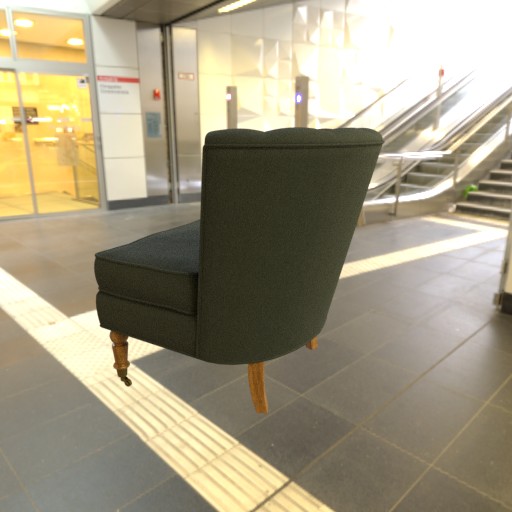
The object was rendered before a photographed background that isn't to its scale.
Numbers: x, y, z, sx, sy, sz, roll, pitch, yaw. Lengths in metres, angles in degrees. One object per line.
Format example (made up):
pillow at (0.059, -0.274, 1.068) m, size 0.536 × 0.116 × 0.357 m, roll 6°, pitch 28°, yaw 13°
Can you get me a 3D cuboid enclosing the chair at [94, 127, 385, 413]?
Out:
chair at (0.000, 0.000, 1.384) m, size 0.718 × 0.771 × 0.740 m, roll 8°, pitch 18°, yaw 25°
